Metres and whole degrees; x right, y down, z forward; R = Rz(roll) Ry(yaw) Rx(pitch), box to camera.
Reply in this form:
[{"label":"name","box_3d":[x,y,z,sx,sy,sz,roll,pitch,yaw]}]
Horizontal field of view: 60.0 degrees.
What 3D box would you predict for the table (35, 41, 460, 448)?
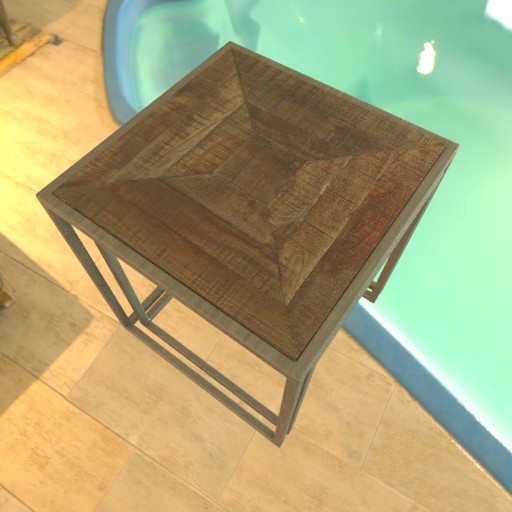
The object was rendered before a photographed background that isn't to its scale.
[{"label":"table","box_3d":[0.000,0.000,0.864,0.449,0.500,0.450,32,64,18]}]
